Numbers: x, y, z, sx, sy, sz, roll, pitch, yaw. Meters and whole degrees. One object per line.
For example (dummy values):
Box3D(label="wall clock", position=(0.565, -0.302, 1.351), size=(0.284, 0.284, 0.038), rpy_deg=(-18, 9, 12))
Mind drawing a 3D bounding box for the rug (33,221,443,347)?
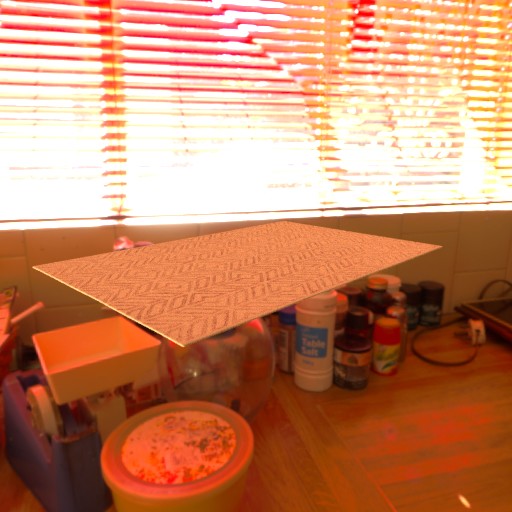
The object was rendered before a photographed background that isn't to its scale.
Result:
Box3D(label="rug", position=(0.000, 0.000, 2.346), size=(1.220, 0.007, 1.828), rpy_deg=(14, 20, 43))
